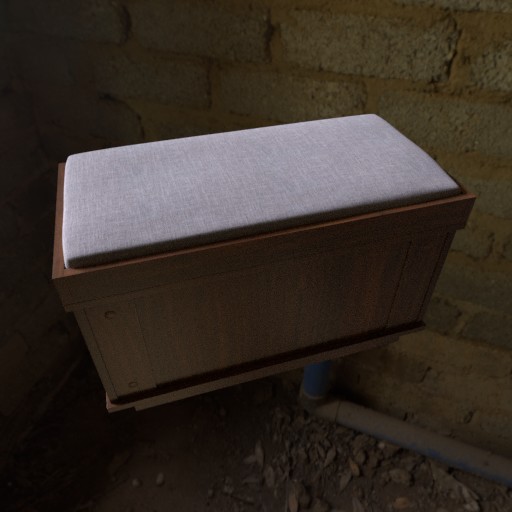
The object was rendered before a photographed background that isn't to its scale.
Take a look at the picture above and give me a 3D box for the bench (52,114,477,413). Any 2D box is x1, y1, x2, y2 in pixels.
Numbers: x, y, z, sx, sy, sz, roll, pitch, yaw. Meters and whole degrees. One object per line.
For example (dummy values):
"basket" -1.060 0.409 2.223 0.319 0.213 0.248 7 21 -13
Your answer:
"bench" 0.000 0.000 0.992 0.734 0.461 0.362 -11 43 -13
